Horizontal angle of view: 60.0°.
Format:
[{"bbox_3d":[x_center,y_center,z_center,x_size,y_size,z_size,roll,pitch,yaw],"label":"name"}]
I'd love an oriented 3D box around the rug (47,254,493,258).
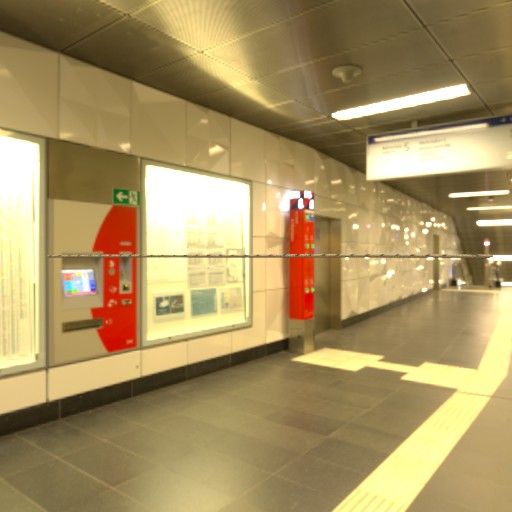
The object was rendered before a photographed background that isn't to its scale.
[{"bbox_3d":[0.000,0.000,2.680,2.439,0.020,0.773,0,0,18],"label":"rug"}]
